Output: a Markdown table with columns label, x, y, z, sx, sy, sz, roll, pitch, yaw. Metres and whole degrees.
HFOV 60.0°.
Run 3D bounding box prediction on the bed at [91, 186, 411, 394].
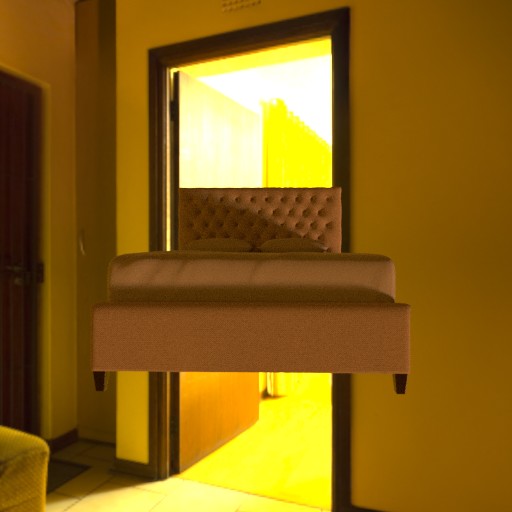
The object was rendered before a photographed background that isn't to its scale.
| label | x | y | z | sx | sy | sz | roll | pitch | yaw |
| --- | --- | --- | --- | --- | --- | --- | --- | --- | --- |
| bed | 0.000 | 0.000 | 3.480 | 1.698 | 1.427 | 2.387 | 0 | 0 | 2 |
